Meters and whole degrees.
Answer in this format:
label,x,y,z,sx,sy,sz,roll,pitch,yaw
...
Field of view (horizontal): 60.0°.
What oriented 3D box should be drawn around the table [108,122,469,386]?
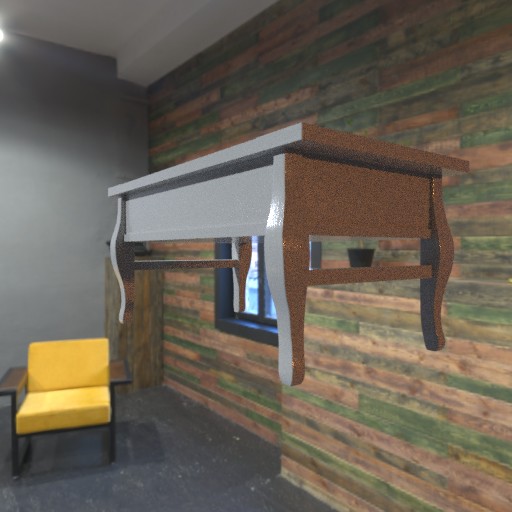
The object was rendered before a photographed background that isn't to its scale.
label,x,y,z,sx,sy,sz,roll,pitch,yaw
table,0.000,0.000,1.399,0.600,0.495,1.062,-1,1,-37
